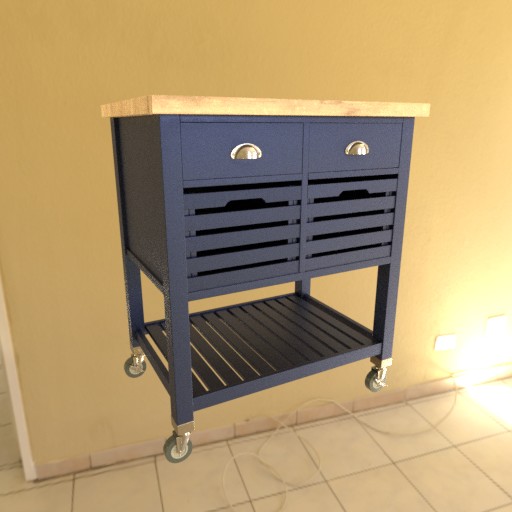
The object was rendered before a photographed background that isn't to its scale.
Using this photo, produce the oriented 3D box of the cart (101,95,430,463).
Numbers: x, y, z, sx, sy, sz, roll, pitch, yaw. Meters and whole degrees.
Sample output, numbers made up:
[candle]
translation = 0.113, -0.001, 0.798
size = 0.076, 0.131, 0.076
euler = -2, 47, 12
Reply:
[cart]
translation = 0.000, 0.000, 1.422
size = 0.797, 0.920, 0.567
euler = -9, 19, -27
